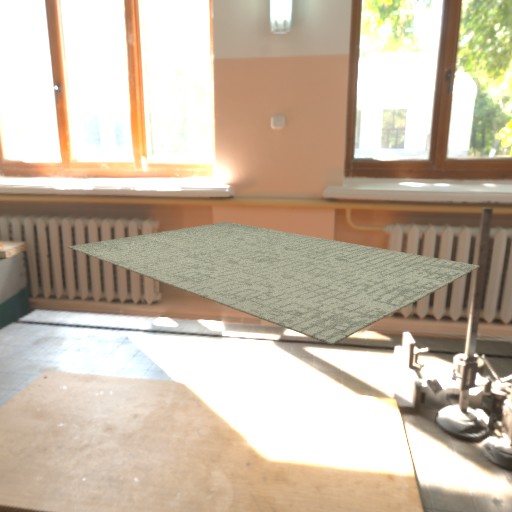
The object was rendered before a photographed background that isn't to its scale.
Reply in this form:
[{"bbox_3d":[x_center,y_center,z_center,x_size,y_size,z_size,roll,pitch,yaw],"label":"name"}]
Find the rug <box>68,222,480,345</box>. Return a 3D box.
[{"bbox_3d":[0.000,0.000,2.319,1.827,0.007,1.211,13,19,43],"label":"rug"}]
